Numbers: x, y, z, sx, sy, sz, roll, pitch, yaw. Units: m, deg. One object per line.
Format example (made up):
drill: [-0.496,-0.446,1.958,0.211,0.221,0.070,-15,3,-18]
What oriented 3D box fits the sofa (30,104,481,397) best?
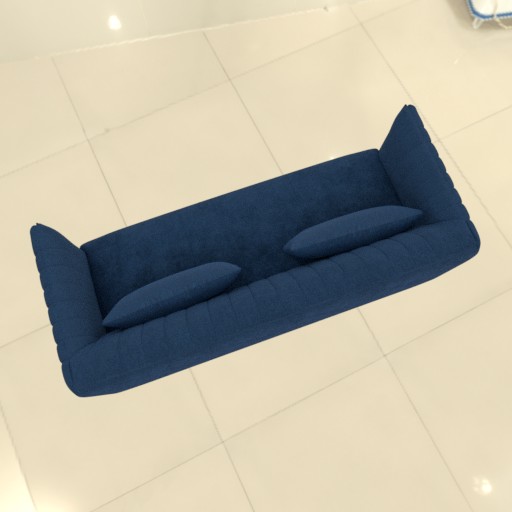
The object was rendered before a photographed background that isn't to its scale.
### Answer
sofa: [0.000,0.000,2.501,2.136,0.793,0.896,-19,76,-5]
